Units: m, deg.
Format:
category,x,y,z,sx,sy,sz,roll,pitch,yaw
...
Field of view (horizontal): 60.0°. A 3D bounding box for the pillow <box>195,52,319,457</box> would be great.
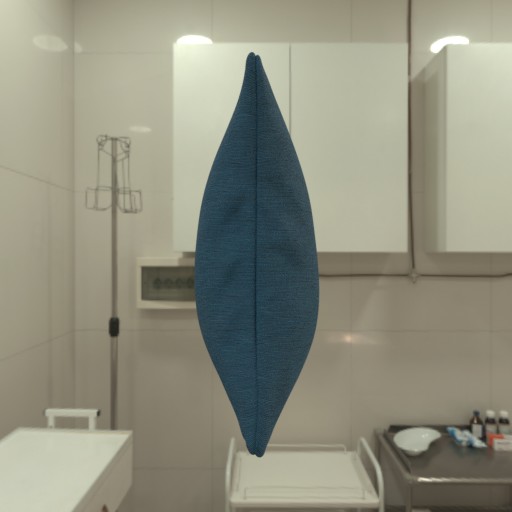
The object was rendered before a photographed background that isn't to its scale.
category,x,y,z,sx,sy,sz,roll,pitch,yaw
pillow,0.000,0.000,0.665,0.177,0.420,0.437,0,0,0
